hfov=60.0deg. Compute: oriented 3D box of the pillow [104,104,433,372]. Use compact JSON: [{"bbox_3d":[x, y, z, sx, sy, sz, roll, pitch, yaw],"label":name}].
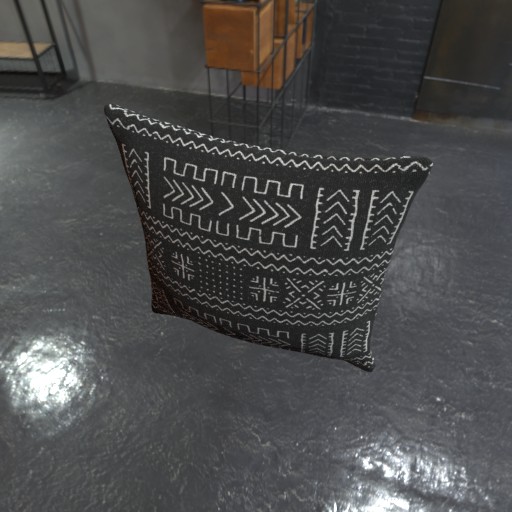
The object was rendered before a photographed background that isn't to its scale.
[{"bbox_3d":[0.000,0.000,0.691,0.438,0.430,0.164,13,44,14],"label":"pillow"}]
